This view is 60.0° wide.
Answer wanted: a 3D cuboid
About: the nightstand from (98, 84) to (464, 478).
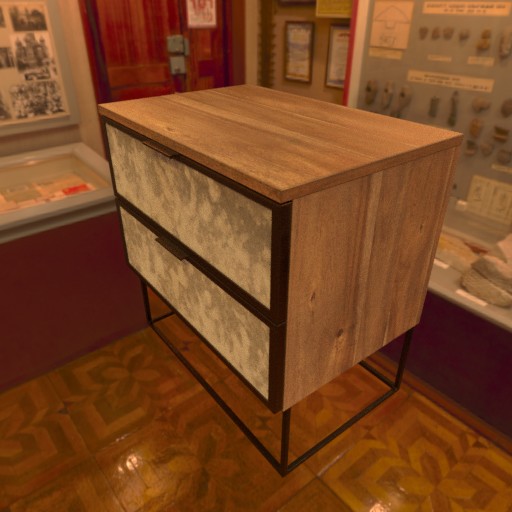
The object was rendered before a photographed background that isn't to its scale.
[{"bbox_3d":[0.000,0.000,1.000,0.427,0.611,0.605,-22,37,-32],"label":"nightstand"}]
